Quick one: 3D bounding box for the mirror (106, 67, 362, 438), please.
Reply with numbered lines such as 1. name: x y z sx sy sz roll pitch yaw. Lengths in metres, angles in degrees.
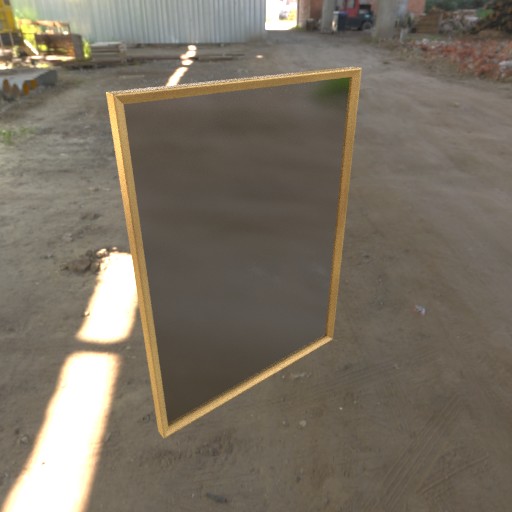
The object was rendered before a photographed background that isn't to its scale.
1. mirror: 0.000 0.000 1.351 0.762 1.016 0.041 -21 35 -33
